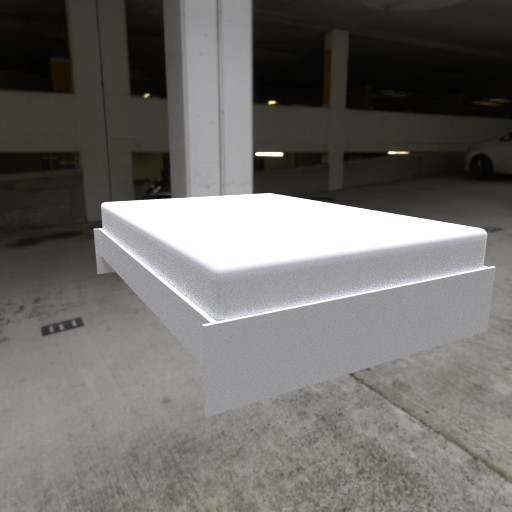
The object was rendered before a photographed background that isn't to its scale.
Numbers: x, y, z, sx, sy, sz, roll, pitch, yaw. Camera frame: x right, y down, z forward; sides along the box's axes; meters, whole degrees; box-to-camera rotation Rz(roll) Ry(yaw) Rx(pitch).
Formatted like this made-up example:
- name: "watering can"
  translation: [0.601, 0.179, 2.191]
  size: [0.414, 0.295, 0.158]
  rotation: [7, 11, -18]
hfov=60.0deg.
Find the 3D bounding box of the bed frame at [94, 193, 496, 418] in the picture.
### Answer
- name: "bed frame"
  translation: [0.000, 0.000, 2.542]
  size: [1.445, 0.497, 1.945]
  rotation: [-7, 15, -28]
